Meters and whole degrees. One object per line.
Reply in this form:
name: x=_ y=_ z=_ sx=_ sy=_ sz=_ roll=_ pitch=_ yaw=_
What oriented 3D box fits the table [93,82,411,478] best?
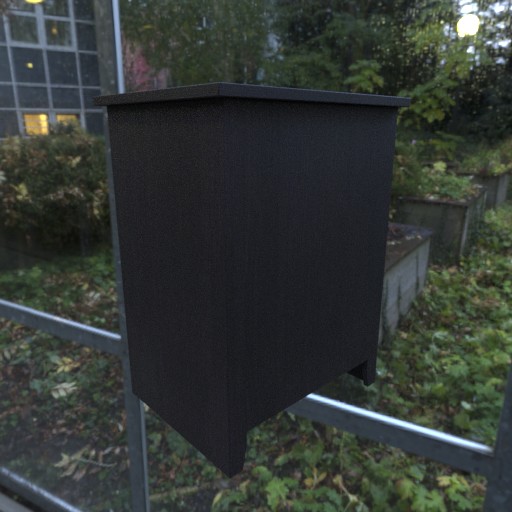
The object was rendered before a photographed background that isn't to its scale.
table: x=0.000 y=0.000 z=0.940 sx=0.480 sy=0.635 sz=0.381 roll=-14 pitch=22 yaw=-41
